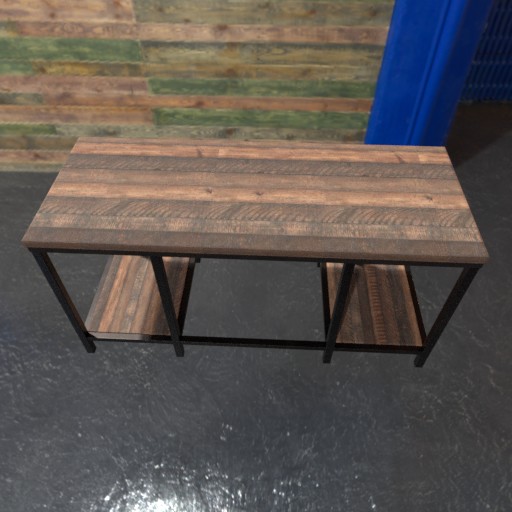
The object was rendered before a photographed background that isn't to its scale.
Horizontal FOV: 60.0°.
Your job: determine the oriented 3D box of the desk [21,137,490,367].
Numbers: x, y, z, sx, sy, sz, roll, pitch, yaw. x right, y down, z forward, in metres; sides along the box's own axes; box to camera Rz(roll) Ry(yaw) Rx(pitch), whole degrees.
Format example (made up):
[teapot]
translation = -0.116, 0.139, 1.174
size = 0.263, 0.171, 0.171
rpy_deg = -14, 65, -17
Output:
[desk]
translation = 0.000, 0.000, 1.940
size = 1.538, 0.753, 0.617
rpy_deg = 2, 48, 2
